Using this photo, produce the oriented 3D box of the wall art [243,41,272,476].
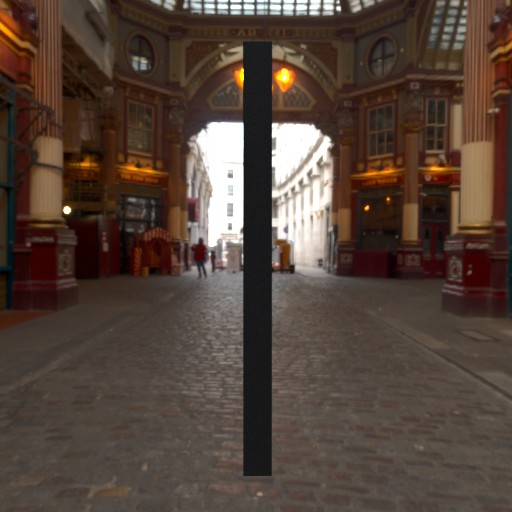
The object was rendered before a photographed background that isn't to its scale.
[{"bbox_3d":[0.000,0.000,0.697,0.030,0.458,0.462,0,1,0],"label":"wall art"}]
